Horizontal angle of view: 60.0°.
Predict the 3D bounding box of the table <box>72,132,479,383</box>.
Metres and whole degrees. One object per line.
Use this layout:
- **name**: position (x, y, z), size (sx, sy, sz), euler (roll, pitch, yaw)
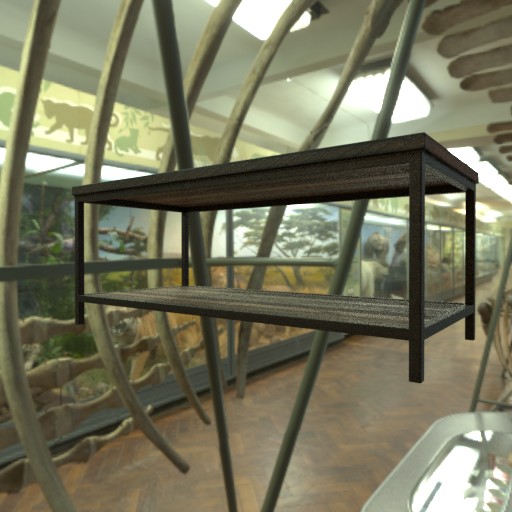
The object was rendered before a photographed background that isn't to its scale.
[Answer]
- **table**: position (0.000, 0.000, 1.173), size (0.990, 0.399, 0.452), euler (0, 1, 36)
